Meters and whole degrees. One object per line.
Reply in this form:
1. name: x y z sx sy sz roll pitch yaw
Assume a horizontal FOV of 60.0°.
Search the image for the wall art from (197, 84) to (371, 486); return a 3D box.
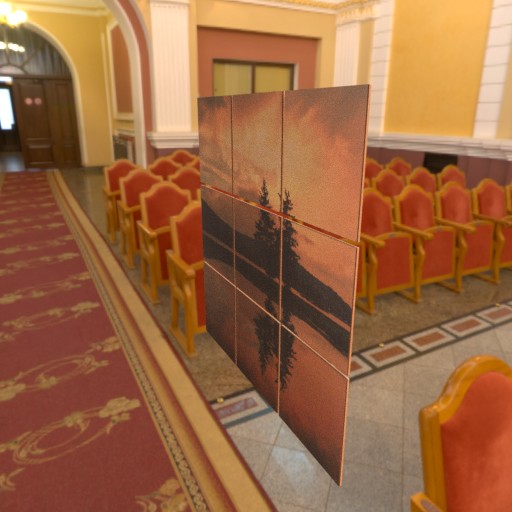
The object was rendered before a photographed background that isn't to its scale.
1. wall art: 0.000 0.000 2.211 0.013 1.525 1.520 -9 20 -25
